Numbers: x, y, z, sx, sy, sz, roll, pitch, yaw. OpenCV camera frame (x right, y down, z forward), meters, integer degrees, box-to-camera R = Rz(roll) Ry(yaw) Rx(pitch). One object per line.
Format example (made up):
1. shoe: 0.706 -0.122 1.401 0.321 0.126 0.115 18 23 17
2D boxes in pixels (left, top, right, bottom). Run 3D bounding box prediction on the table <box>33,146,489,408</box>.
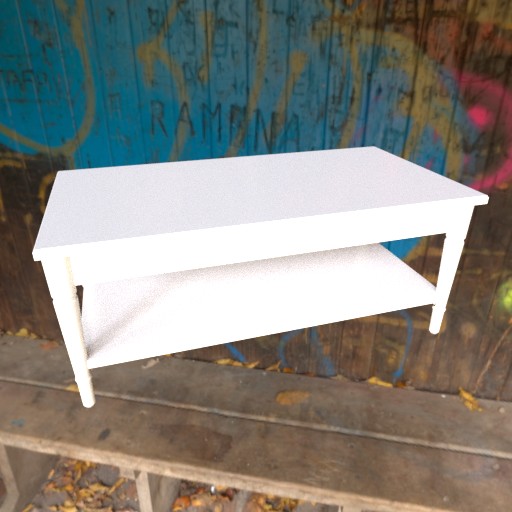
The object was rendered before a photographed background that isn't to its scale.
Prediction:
1. table: 0.000 0.000 1.327 1.067 0.457 0.559 -8 28 -15
